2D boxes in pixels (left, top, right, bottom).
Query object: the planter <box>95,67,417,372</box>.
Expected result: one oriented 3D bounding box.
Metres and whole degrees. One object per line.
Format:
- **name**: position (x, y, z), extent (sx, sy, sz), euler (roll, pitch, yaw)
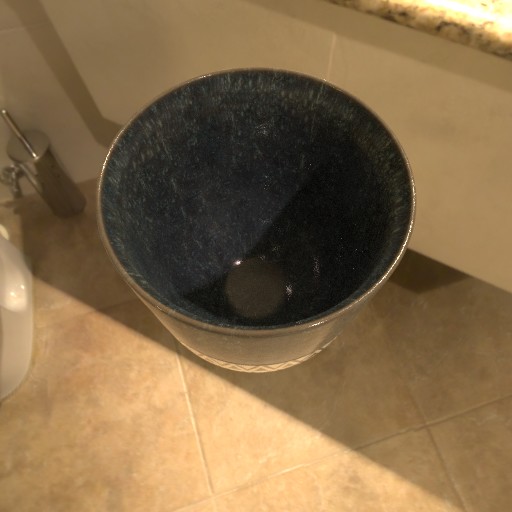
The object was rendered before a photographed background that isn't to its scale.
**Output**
- **planter**: position (0.000, 0.000, 0.367), extent (0.195, 0.214, 0.195), euler (0, 64, 0)
